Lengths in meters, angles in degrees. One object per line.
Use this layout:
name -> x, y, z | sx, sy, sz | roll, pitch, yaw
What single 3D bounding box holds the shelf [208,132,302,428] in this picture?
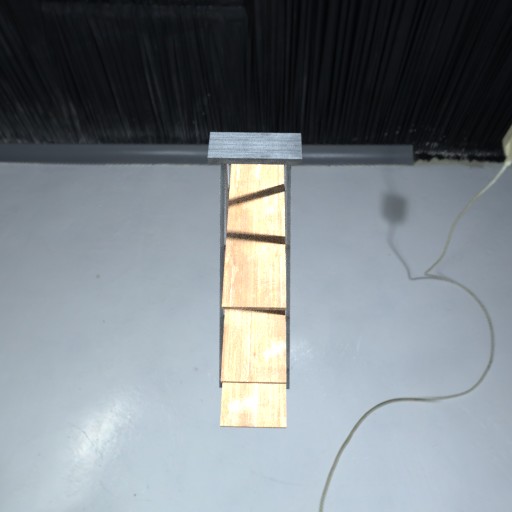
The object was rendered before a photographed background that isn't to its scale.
shelf -> 0.000, 0.000, 2.726 | 0.508, 1.808, 1.746 | 1, 58, 1
